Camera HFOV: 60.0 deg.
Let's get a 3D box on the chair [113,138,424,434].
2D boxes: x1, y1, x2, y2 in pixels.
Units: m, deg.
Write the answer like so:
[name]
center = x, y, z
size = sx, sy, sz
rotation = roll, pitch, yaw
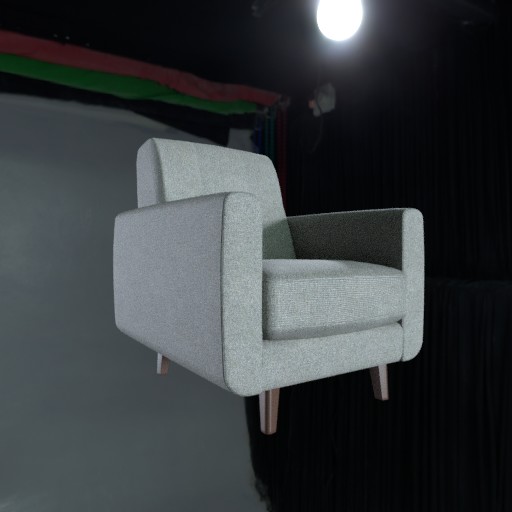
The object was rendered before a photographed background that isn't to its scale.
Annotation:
[chair]
center = 0.000, 0.000, 1.689
size = 0.845, 0.968, 0.942
rotation = 0, 0, -36
